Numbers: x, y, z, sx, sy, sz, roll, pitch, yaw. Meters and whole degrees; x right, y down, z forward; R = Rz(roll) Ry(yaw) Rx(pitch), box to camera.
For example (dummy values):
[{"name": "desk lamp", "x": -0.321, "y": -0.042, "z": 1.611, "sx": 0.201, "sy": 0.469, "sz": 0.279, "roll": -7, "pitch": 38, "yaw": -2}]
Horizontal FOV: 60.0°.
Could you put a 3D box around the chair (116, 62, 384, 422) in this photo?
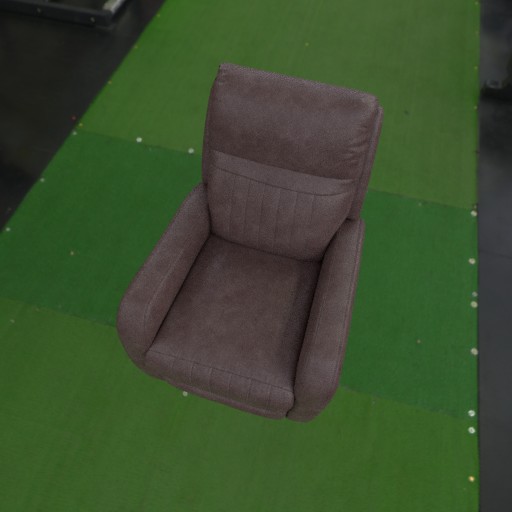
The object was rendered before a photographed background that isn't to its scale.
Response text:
[{"name": "chair", "x": 0.000, "y": 0.000, "z": 1.816, "sx": 0.865, "sy": 1.067, "sz": 1.067, "roll": 15, "pitch": 60, "yaw": 9}]
